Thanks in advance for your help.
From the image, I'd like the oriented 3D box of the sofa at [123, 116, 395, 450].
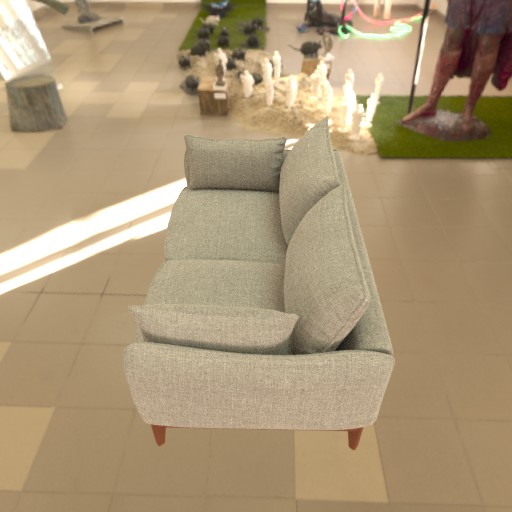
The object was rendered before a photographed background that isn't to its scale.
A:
[{"bbox_3d":[0.000,0.000,2.154,0.972,0.851,1.580,1,40,1],"label":"sofa"}]
